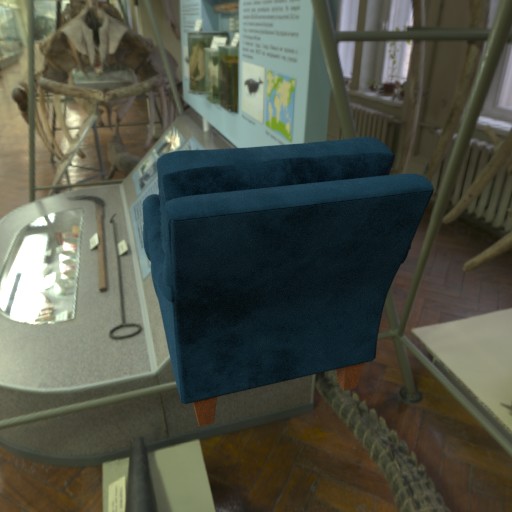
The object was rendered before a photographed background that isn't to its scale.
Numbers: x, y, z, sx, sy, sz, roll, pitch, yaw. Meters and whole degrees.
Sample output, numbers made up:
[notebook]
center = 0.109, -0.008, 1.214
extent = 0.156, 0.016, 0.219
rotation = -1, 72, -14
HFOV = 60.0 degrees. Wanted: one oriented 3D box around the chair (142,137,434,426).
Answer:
[chair]
center = 0.000, 0.000, 1.916
extent = 0.895, 1.076, 1.078
rotation = -8, 28, -16
